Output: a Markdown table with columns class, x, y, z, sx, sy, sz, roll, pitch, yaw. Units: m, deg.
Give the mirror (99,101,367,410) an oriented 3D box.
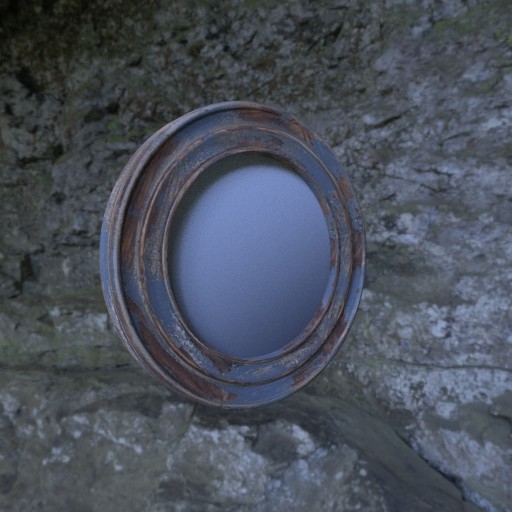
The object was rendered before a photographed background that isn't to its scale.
| class | x | y | z | sx | sy | sz | roll | pitch | yaw |
| --- | --- | --- | --- | --- | --- | --- | --- | --- | --- |
| mirror | 0.000 | 0.000 | 0.870 | 0.585 | 0.585 | 0.061 | -1 | 1 | -35 |
